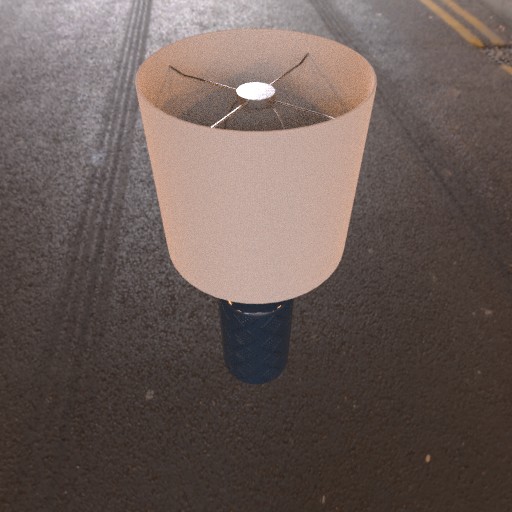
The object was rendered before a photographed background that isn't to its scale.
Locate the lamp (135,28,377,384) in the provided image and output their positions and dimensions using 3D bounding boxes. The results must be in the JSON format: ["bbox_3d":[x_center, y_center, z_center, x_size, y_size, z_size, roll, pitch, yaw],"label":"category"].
[{"bbox_3d":[0.000,0.000,0.550,0.207,0.461,0.207,24,51,22],"label":"lamp"}]
